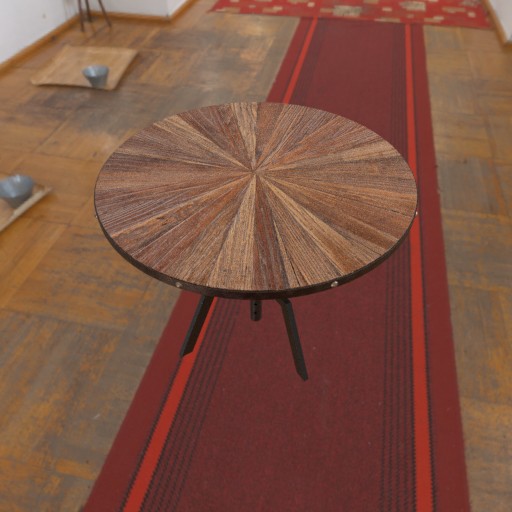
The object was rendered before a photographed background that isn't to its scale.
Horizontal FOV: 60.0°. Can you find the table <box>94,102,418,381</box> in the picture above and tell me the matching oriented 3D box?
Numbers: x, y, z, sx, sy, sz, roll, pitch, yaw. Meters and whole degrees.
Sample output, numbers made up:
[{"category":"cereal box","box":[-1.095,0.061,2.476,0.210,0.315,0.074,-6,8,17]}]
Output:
[{"category":"table","box":[0.000,0.000,1.477,0.885,0.658,0.885,0,44,0]}]
